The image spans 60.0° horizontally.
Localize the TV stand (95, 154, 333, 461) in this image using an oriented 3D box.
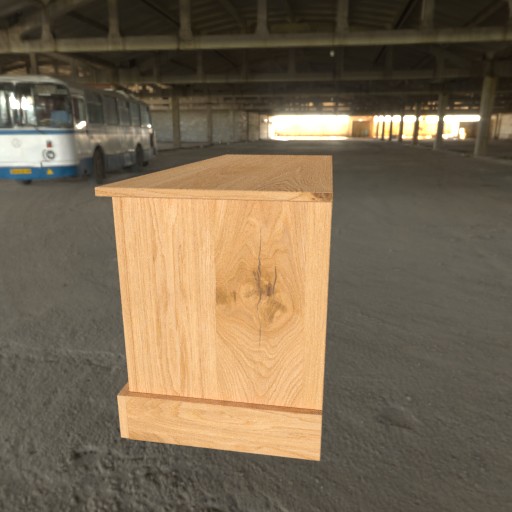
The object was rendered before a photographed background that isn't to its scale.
[{"bbox_3d":[0.000,0.000,1.371,0.440,0.550,1.080,3,16,9],"label":"TV stand"}]
